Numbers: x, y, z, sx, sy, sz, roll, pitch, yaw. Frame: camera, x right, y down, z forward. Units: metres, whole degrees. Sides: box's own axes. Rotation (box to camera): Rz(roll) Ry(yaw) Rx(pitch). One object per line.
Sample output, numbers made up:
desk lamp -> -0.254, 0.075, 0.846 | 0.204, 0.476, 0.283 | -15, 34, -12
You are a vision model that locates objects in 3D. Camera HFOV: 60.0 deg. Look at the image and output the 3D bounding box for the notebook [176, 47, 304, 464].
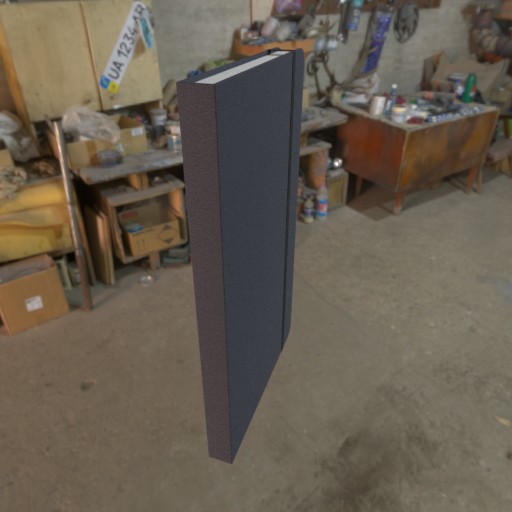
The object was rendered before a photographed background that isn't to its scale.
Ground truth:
notebook -> 0.000, 0.000, 0.260 | 0.016, 0.213, 0.127 | 10, 33, 17
